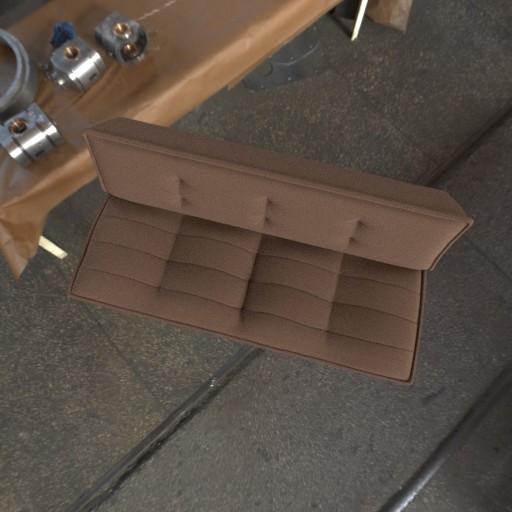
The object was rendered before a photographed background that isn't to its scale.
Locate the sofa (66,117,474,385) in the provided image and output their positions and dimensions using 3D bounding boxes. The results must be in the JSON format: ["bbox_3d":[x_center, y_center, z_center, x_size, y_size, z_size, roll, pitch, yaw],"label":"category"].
[{"bbox_3d":[0.000,0.000,2.461,1.940,0.890,0.950,14,75,4],"label":"sofa"}]
